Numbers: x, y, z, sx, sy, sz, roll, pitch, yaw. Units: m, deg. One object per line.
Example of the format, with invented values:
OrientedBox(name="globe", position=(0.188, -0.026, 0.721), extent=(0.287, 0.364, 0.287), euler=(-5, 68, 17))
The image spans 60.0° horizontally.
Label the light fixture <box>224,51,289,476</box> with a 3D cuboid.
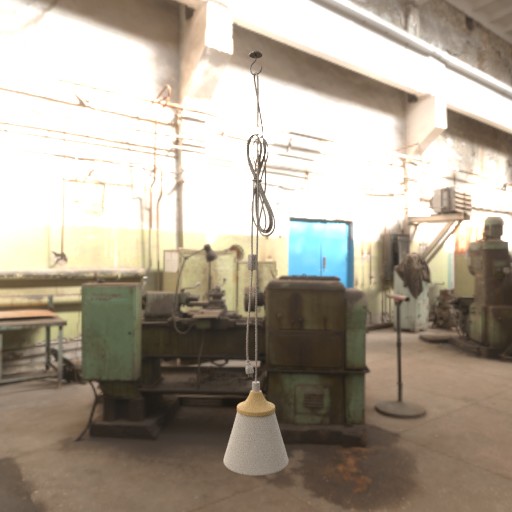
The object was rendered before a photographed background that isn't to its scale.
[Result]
OrientedBox(name="light fixture", position=(0.000, 0.000, 1.054), extent=(0.153, 0.966, 0.153), euler=(0, -1, -34))
